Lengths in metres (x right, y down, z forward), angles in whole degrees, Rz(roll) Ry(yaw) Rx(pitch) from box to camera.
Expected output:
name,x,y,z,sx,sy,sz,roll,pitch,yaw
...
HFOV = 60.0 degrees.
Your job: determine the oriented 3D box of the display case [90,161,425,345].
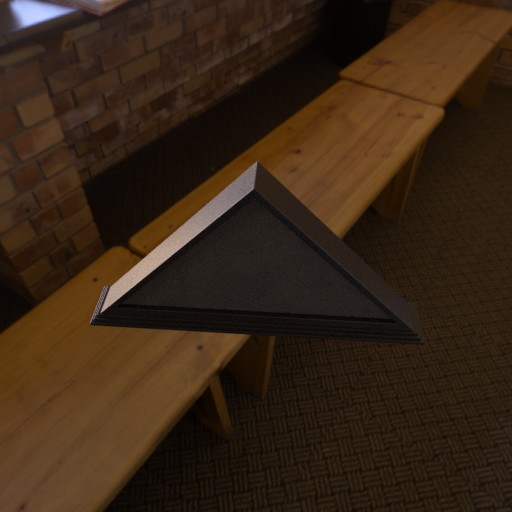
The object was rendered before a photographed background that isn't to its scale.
name,x,y,z,sx,sy,sz,roll,pitch,yaw
display case,0.000,0.000,0.758,0.640,0.340,0.095,3,47,3
